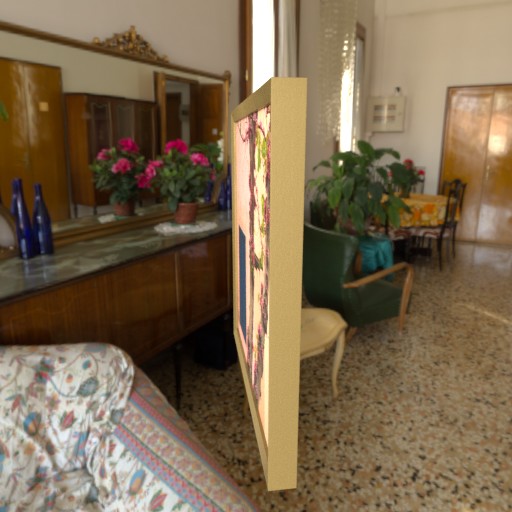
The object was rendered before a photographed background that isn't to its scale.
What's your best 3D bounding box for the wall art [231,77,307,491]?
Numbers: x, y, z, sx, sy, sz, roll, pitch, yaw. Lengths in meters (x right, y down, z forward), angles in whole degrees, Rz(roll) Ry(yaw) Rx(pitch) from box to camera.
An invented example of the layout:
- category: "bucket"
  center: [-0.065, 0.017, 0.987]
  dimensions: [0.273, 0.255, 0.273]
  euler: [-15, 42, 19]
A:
- category: "wall art"
  center: [0.000, 0.000, 0.765]
  dimensions: [0.038, 0.508, 0.507]
  euler: [-2, 14, -8]
